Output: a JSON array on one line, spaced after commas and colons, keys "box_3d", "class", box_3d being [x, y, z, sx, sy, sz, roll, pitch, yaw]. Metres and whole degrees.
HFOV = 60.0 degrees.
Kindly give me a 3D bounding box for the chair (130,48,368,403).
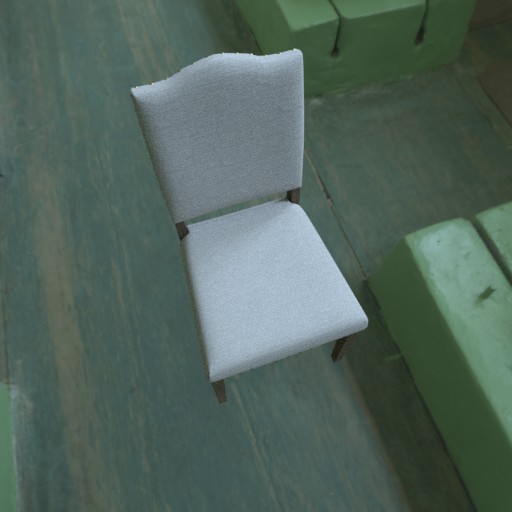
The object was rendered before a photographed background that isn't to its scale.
[{"box_3d": [0.000, 0.000, 1.376, 0.508, 1.020, 0.620, -17, 64, -9], "class": "chair"}]
